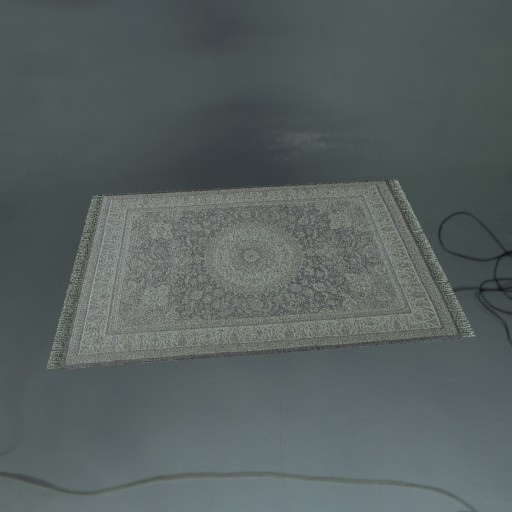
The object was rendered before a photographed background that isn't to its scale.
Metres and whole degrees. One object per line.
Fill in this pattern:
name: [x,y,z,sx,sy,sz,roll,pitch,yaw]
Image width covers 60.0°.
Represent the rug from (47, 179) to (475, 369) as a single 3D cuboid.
rug: [0.000,0.000,3.024,2.440,0.010,1.528,-4,47,-3]
